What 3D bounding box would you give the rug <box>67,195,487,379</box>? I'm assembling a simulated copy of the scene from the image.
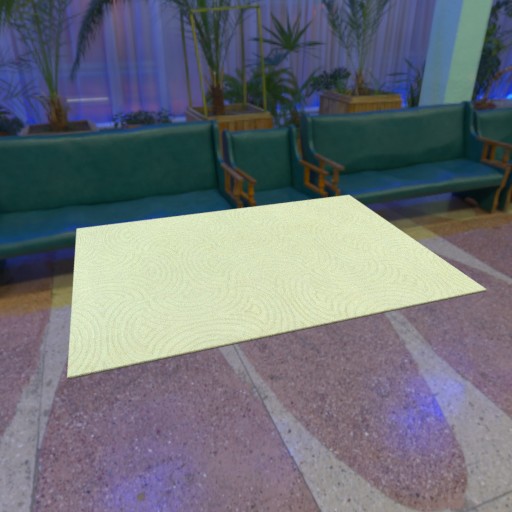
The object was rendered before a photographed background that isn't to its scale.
[{"bbox_3d":[0.000,0.000,2.746,2.132,0.015,1.526,-9,30,-16],"label":"rug"}]
